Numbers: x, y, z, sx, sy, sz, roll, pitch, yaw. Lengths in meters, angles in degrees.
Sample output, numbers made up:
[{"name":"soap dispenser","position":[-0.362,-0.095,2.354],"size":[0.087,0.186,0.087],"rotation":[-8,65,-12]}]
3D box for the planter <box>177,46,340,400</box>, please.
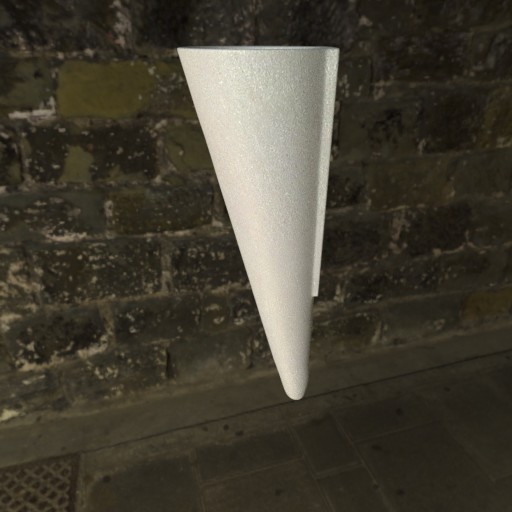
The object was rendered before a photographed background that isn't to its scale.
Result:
[{"name":"planter","position":[0.000,0.000,0.224],"size":[0.064,0.191,0.057],"rotation":[-1,26,-2]}]
